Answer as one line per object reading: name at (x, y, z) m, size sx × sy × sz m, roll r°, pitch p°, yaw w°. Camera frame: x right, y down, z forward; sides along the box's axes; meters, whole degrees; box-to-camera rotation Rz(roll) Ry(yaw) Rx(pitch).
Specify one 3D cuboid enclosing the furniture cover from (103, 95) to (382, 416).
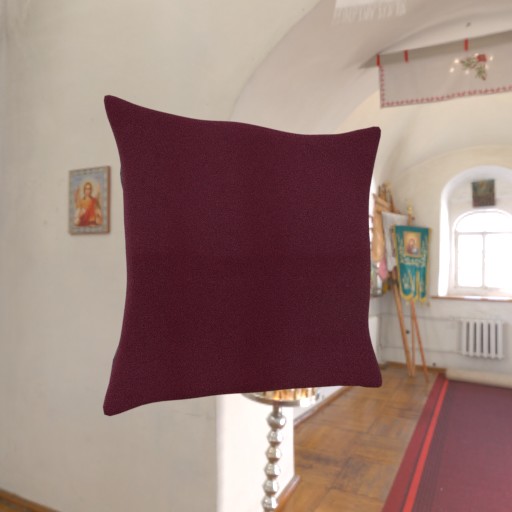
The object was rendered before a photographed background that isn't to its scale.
furniture cover at (0.000, 0.000, 0.789) m, size 0.514 × 0.513 × 0.163 m, roll 0°, pitch -1°, yaw -18°
